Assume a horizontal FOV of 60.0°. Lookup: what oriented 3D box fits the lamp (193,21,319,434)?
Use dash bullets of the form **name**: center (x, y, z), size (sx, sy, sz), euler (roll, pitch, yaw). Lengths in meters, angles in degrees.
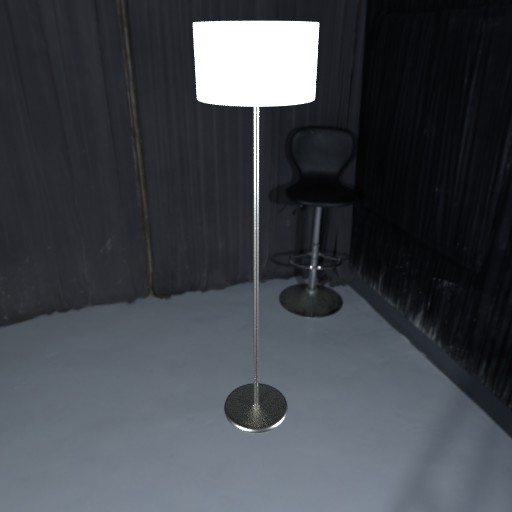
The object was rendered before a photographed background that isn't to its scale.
- **lamp**: center (0.000, 0.000, 1.550), size (0.347, 1.443, 0.347), euler (-9, 28, -18)
